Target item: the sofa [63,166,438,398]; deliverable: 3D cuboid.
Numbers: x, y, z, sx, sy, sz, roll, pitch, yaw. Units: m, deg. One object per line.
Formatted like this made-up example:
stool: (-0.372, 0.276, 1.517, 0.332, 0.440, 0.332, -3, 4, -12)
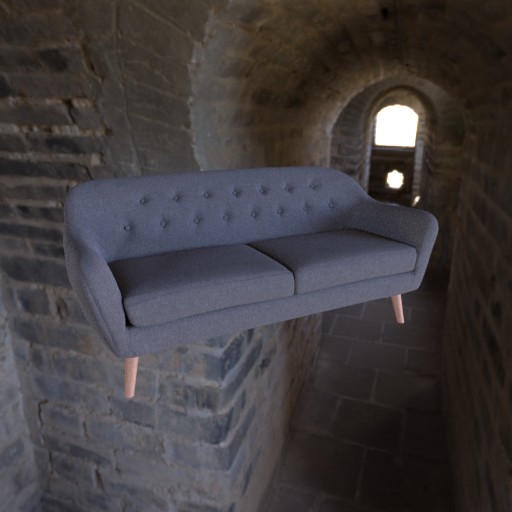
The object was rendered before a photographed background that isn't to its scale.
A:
sofa: (0.000, 0.000, 2.327, 1.840, 0.820, 0.820, -9, 20, -26)
